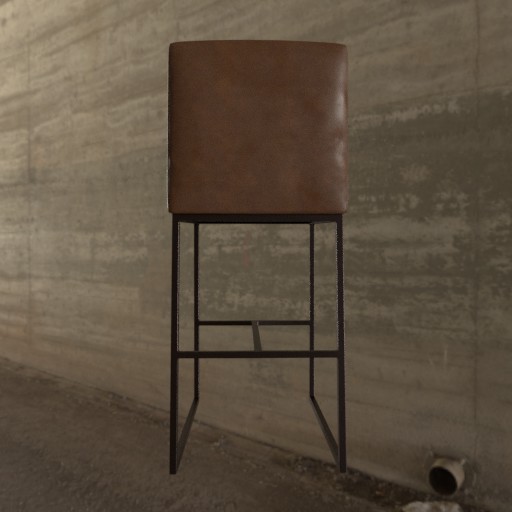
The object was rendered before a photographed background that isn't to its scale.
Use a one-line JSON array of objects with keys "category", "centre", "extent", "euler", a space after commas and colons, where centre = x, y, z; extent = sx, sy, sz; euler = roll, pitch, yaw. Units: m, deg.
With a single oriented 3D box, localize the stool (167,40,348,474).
[{"category": "stool", "centre": [0.000, 0.000, 1.353], "extent": [0.463, 1.065, 0.562], "euler": [0, 0, -1]}]
